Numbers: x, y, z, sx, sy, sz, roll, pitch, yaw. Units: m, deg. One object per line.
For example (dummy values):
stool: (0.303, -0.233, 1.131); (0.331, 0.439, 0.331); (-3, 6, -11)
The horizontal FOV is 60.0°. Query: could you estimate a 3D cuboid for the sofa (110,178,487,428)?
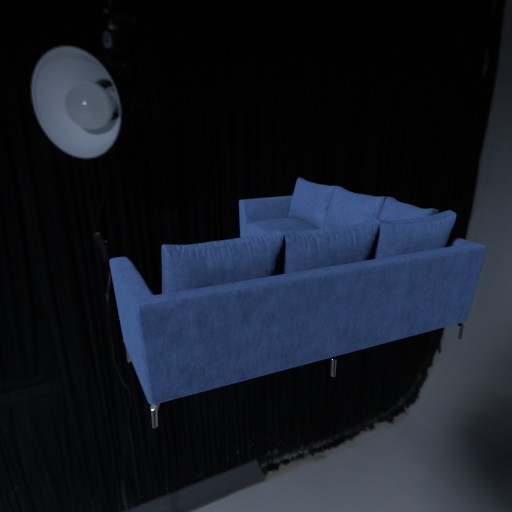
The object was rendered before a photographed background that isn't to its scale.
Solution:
sofa: (0.000, 0.000, 3.762); (2.463, 0.988, 2.472); (-8, 19, -24)
